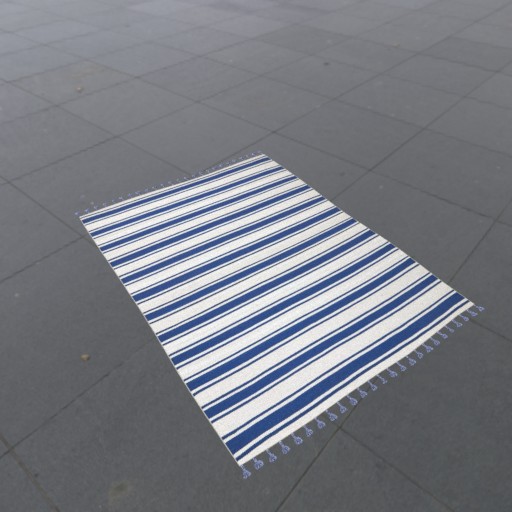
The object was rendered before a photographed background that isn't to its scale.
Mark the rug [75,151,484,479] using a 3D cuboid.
[{"bbox_3d":[0.000,0.000,4.312,2.471,0.016,3.416,-24,47,-25],"label":"rug"}]
